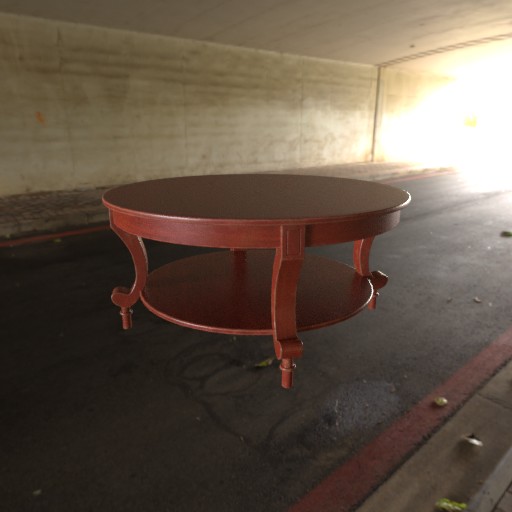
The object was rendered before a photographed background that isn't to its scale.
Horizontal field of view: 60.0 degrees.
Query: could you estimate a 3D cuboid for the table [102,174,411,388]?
[{"bbox_3d":[0.000,0.000,1.618,1.029,0.486,1.029,0,17,0],"label":"table"}]
